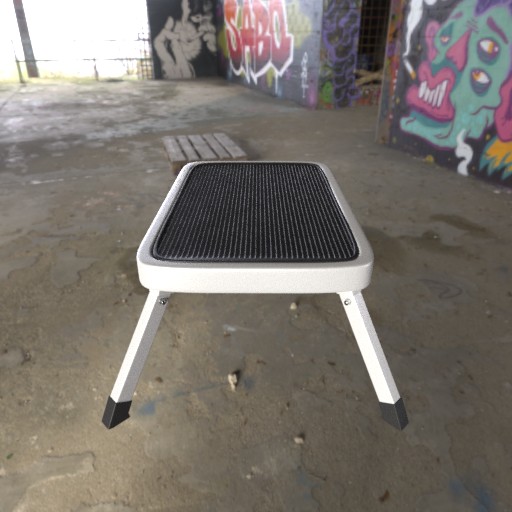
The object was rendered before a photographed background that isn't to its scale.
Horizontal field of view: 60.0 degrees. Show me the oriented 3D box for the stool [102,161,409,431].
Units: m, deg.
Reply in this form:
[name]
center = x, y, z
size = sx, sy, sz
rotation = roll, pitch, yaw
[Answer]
[stool]
center = 0.000, 0.000, 0.620
size = 0.320, 0.170, 0.460
rotation = 0, 27, 0
